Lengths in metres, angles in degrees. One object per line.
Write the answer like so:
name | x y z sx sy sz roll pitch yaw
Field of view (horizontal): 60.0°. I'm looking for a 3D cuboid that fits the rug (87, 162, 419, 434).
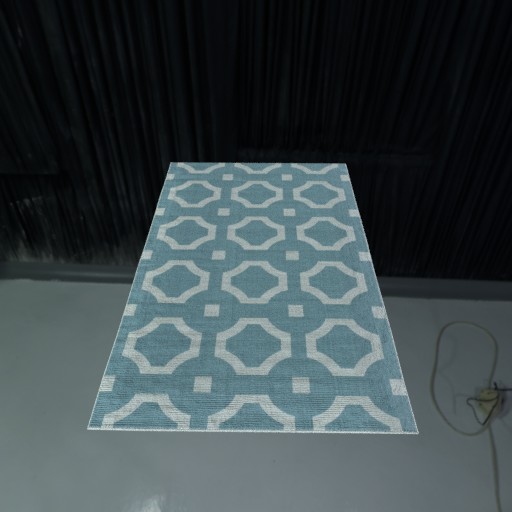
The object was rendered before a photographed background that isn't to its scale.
rug | 0.000 0.000 2.951 1.528 0.015 2.443 1 41 1
